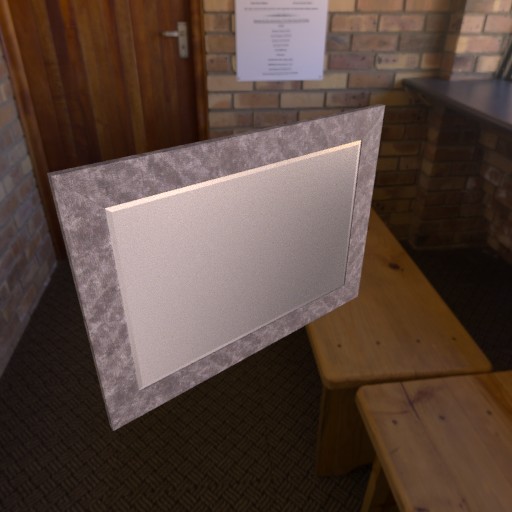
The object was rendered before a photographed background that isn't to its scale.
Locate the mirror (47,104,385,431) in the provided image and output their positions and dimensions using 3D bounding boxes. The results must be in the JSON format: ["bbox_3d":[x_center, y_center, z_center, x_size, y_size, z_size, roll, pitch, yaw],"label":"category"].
[{"bbox_3d":[0.000,0.000,1.419,1.101,0.795,0.022,-22,37,-32],"label":"mirror"}]
